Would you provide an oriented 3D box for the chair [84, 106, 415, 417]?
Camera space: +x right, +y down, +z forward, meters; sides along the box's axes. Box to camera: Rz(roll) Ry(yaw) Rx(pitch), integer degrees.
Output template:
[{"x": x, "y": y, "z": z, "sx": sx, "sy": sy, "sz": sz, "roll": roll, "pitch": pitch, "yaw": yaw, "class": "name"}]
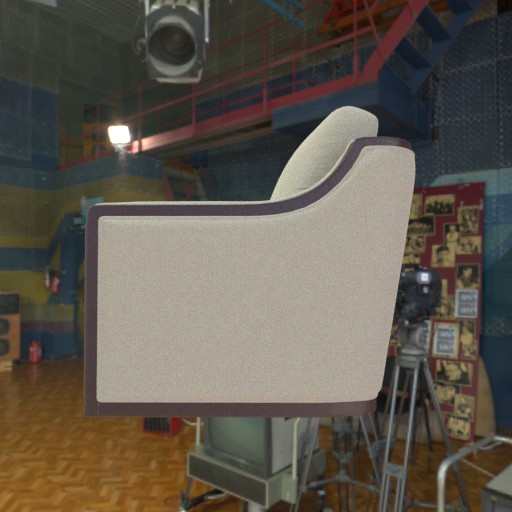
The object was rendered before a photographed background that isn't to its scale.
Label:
[{"x": 0.000, "y": 0.000, "z": 1.626, "sx": 0.950, "sy": 0.930, "sz": 0.870, "roll": 0, "pitch": -1, "yaw": 0, "class": "chair"}]
